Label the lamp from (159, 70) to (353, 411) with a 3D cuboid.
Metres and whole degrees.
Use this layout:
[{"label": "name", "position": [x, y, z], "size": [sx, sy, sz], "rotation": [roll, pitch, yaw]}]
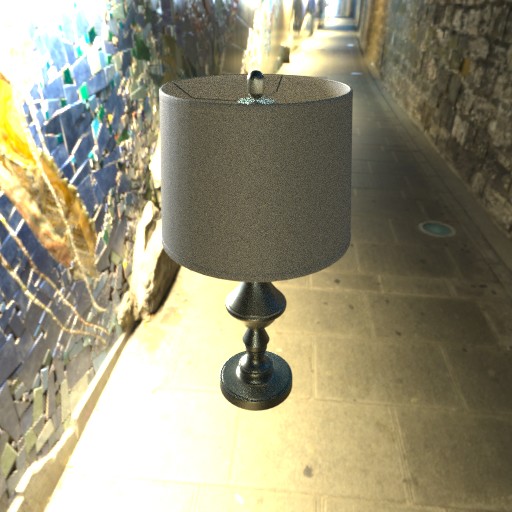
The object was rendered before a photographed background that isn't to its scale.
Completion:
[{"label": "lamp", "position": [0.000, 0.000, 0.941], "size": [0.383, 0.733, 0.383], "rotation": [0, 29, 0]}]
